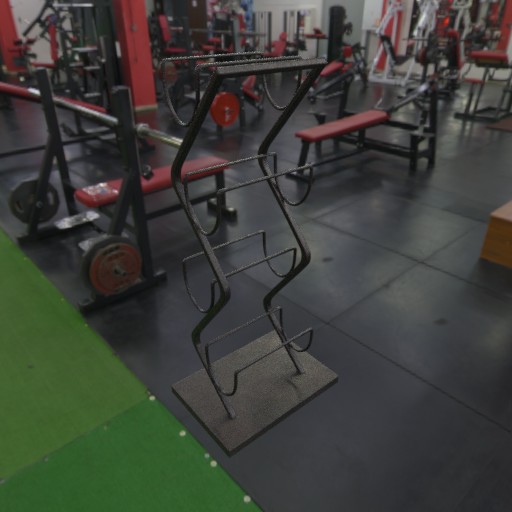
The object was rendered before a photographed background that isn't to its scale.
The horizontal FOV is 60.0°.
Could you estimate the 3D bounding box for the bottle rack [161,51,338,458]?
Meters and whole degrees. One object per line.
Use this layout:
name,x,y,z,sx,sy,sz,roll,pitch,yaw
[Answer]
bottle rack,0.000,0.000,0.686,0.254,0.559,0.178,-22,36,-34
